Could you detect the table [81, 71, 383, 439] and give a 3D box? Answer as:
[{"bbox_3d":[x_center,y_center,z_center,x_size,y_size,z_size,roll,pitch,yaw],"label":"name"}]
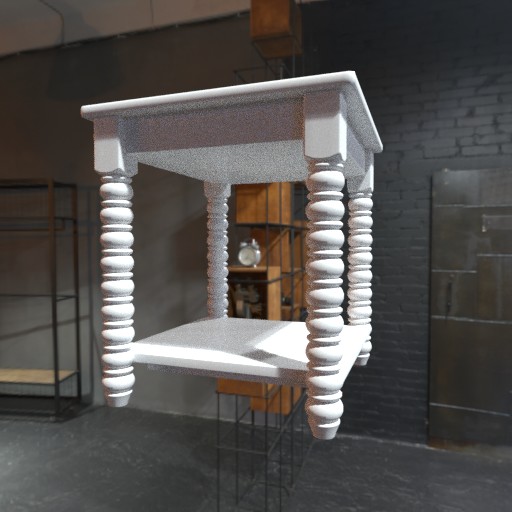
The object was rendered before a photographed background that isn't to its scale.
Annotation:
[{"bbox_3d":[0.000,0.000,0.987,0.500,0.563,0.533,1,2,20],"label":"table"}]
